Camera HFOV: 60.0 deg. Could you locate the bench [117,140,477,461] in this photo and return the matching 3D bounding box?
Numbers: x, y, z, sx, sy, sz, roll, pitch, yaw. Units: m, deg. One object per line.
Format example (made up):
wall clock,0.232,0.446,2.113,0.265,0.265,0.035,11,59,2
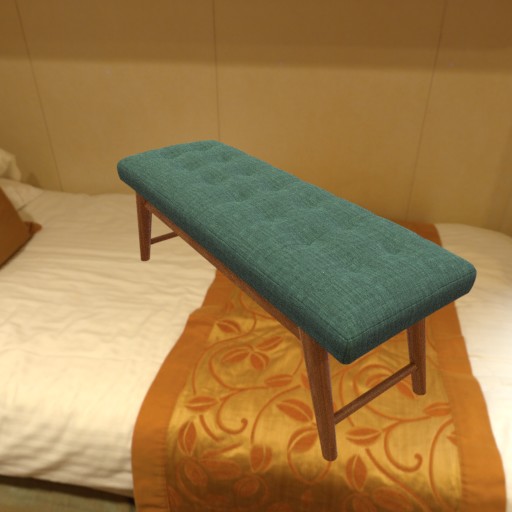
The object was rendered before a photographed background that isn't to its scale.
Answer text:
bench,0.000,0.000,1.342,0.406,0.432,1.118,-20,37,-30
